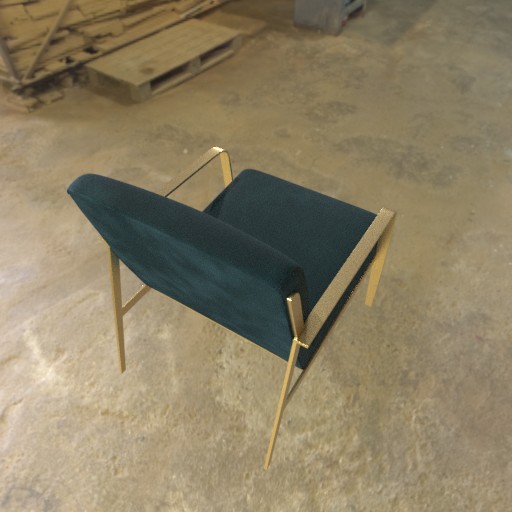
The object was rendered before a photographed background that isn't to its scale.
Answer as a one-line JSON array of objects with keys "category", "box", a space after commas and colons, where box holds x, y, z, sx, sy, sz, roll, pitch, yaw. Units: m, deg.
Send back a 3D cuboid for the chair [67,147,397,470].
[{"category": "chair", "box": [0.000, 0.000, 1.458, 0.692, 0.831, 0.859, 24, 50, 22]}]
